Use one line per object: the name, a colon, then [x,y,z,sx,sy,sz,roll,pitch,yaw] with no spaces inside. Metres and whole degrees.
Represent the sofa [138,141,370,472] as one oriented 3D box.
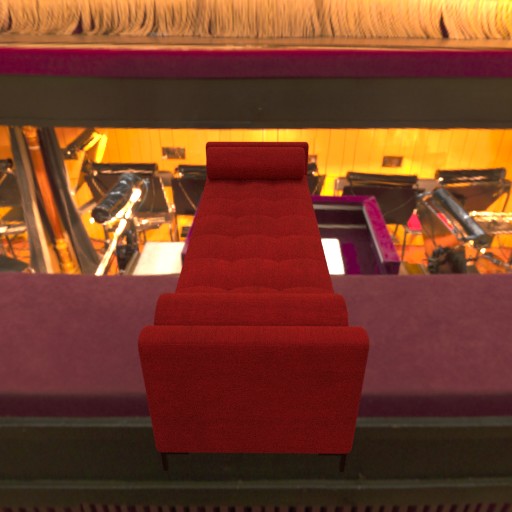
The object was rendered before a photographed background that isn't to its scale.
sofa: [0.000,0.000,2.280,0.686,0.635,1.981,0,31,0]
